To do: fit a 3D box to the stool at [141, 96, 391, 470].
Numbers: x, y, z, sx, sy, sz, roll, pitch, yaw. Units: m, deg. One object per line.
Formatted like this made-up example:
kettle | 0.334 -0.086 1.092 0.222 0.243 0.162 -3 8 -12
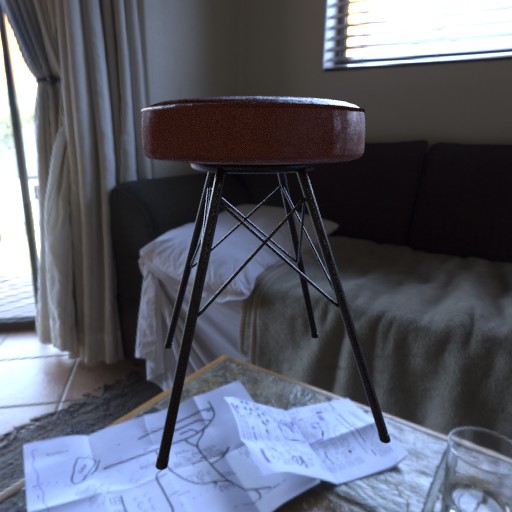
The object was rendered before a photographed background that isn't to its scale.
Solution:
stool | 0.000 0.000 0.903 0.421 0.593 0.457 -2 15 -9
